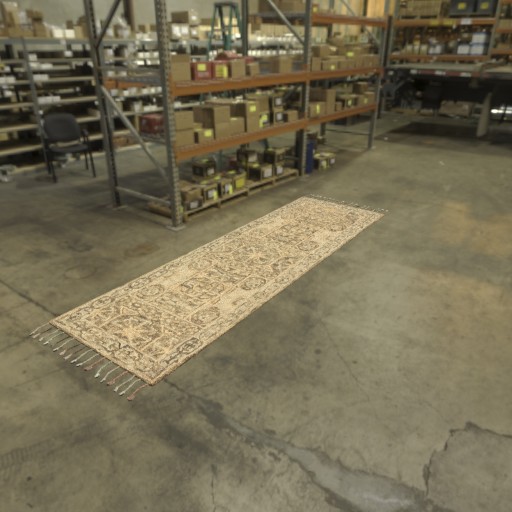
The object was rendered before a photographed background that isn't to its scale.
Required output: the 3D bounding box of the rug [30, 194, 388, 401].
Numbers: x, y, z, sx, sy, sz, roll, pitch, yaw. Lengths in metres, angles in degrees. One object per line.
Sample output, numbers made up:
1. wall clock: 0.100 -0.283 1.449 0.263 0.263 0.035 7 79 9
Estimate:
1. rug: 0.000 0.000 2.872 0.762 0.011 2.664 18 31 32
